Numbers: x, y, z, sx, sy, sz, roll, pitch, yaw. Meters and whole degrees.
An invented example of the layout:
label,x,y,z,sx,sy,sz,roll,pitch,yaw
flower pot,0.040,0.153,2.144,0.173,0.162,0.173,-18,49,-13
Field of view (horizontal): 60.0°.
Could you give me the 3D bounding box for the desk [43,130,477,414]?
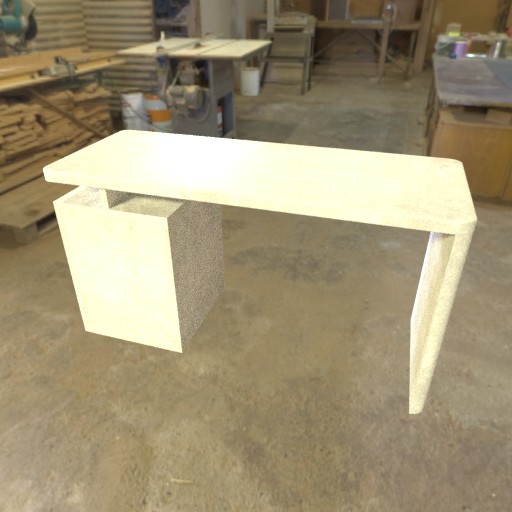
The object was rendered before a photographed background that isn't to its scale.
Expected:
label,x,y,z,sx,sy,sz,roll,pitch,yaw
desk,0.000,0.000,1.760,1.400,0.755,0.550,9,32,15
